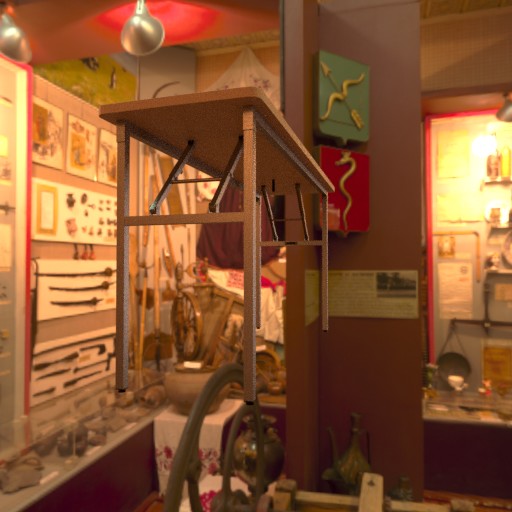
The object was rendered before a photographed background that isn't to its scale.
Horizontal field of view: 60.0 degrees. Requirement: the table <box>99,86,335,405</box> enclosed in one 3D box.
[{"bbox_3d":[0.000,0.000,1.738,0.446,0.750,1.397,0,-1,17],"label":"table"}]
